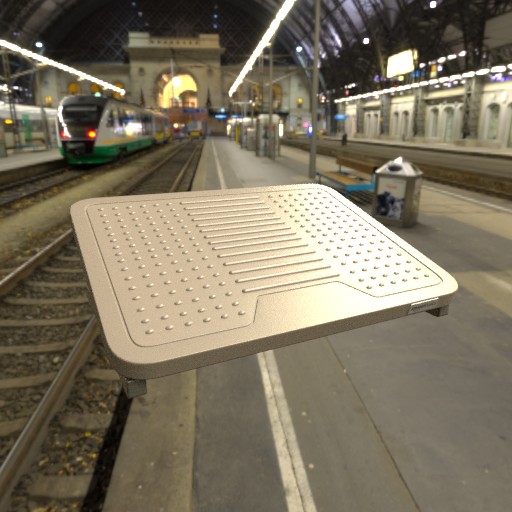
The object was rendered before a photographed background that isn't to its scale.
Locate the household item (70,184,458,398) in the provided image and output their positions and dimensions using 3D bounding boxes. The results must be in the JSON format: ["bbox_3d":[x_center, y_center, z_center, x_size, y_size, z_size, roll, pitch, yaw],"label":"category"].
[{"bbox_3d":[0.000,0.000,0.536,0.390,0.126,0.301,-8,18,-26],"label":"household item"}]
